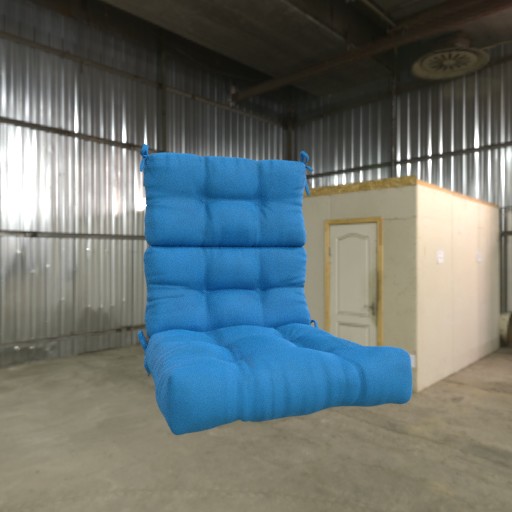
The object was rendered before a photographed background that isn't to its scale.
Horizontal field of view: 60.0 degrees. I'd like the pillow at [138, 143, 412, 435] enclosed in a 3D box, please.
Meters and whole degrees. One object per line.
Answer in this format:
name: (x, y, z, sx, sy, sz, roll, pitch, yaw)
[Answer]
pillow: (0.000, 0.000, 1.039, 0.519, 0.605, 0.571, 0, 1, -18)
